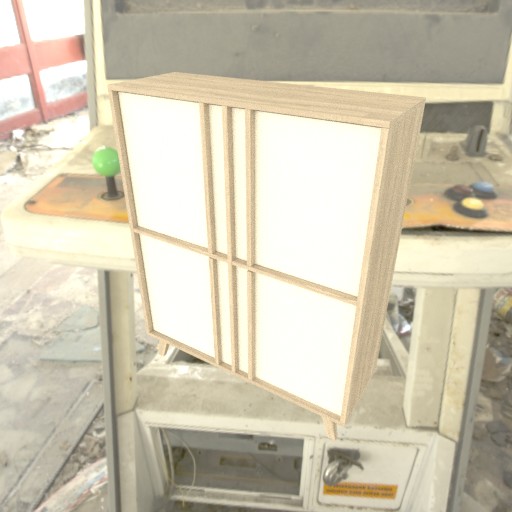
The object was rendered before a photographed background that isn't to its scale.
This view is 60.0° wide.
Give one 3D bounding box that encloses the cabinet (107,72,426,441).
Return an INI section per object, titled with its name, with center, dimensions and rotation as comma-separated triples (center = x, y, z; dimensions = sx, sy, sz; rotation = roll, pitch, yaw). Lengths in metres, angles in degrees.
[cabinet]
center = 0.000, 0.000, 1.956
dimensions = 1.111, 1.388, 0.398
rotation = 17, 35, 27
